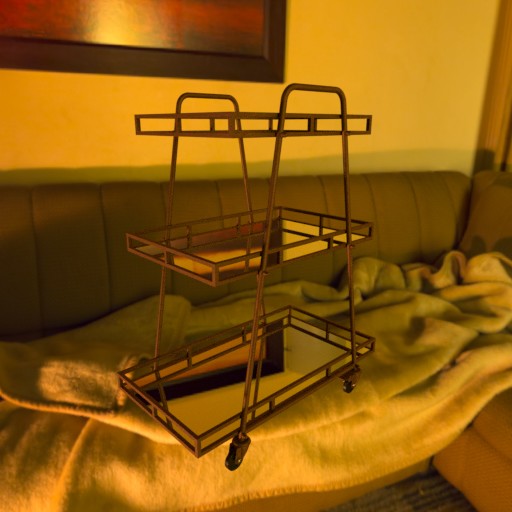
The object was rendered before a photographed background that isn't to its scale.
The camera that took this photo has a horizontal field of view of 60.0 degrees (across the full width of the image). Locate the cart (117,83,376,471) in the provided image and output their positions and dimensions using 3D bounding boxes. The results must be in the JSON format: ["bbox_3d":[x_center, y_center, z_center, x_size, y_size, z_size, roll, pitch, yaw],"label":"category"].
[{"bbox_3d":[0.000,0.000,1.255,0.711,0.883,0.441,-15,22,-41],"label":"cart"}]
